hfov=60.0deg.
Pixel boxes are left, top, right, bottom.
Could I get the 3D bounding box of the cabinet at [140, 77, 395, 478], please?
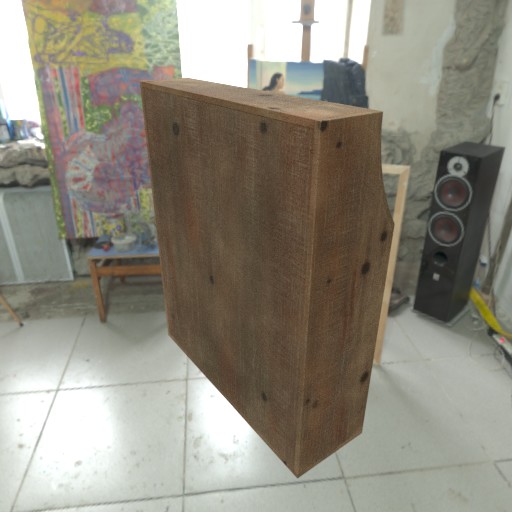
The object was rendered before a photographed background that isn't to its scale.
[{"bbox_3d":[0.000,0.000,0.839,0.184,0.590,0.489,-19,33,-32],"label":"cabinet"}]
